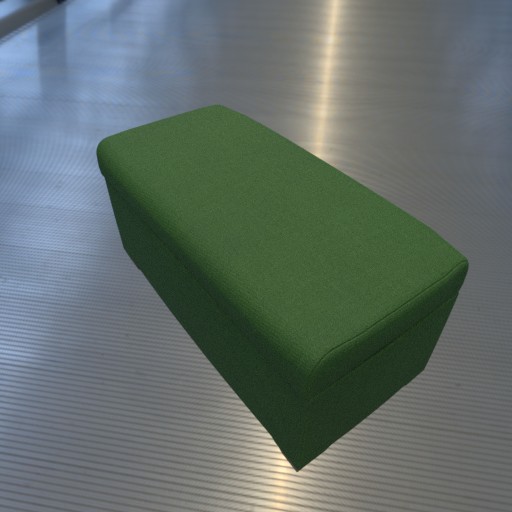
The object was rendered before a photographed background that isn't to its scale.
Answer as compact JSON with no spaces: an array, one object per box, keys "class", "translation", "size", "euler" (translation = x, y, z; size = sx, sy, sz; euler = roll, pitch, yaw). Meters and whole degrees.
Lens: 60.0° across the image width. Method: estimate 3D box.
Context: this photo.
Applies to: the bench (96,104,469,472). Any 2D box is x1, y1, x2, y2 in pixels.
[{"class":"bench","translation":[0.000,0.000,1.278],"size":[0.505,0.501,0.989],"euler":[-27,49,-26]}]
